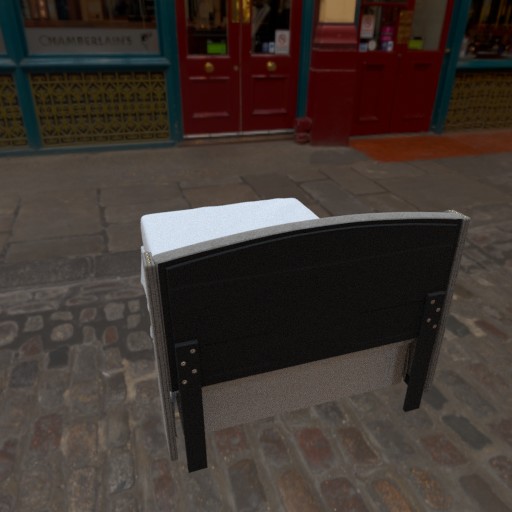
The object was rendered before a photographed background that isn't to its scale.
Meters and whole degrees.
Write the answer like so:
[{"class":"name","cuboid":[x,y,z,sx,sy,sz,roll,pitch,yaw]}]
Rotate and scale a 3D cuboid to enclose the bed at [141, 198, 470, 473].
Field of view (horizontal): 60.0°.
[{"class":"bed","cuboid":[0.000,0.000,3.328,1.710,1.407,2.237,-9,29,-16]}]
